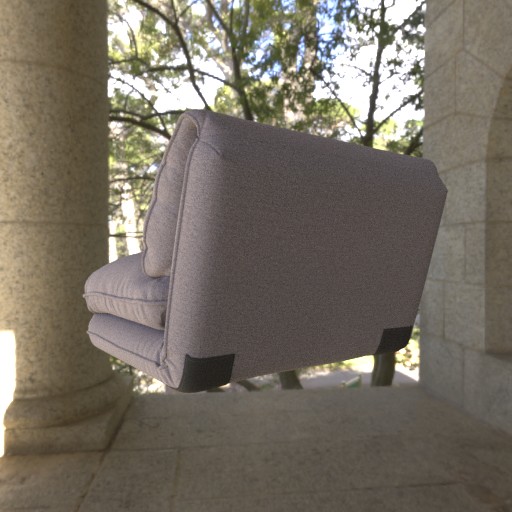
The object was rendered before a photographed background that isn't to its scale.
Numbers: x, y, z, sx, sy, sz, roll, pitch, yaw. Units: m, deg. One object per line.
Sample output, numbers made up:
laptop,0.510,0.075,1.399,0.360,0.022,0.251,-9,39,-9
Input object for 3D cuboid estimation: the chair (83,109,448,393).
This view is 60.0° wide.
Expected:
chair,0.000,0.000,1.314,0.820,0.580,0.780,0,0,-36
